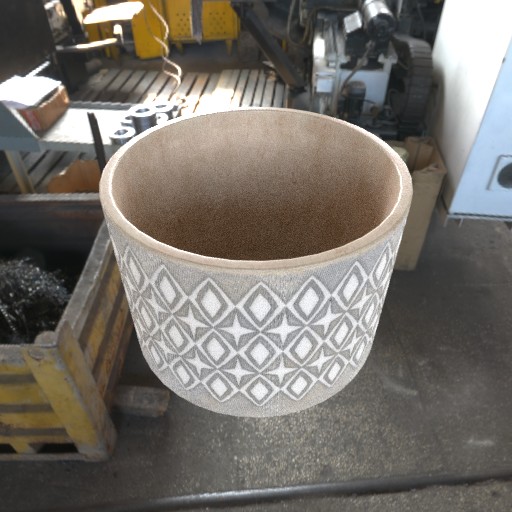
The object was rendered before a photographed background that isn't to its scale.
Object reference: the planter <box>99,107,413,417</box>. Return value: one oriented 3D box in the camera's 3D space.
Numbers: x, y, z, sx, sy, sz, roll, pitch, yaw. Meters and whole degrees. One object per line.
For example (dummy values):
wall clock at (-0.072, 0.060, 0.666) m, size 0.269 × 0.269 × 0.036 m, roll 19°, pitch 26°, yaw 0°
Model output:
planter at (0.000, 0.000, 0.281) m, size 0.164 × 0.127 × 0.164 m, roll 0°, pitch 41°, yaw 0°
